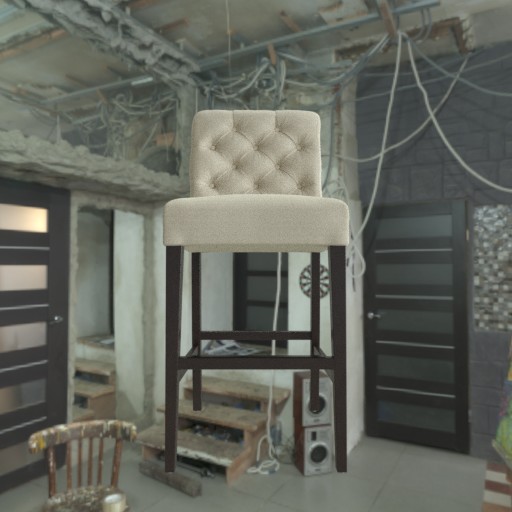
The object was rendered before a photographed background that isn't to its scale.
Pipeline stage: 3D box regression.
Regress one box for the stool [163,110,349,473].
[{"bbox_3d":[0.000,0.000,1.423,0.482,1.118,0.610,0,-1,0],"label":"stool"}]
